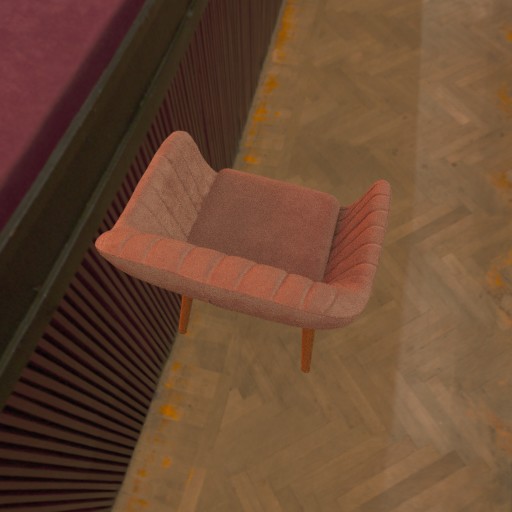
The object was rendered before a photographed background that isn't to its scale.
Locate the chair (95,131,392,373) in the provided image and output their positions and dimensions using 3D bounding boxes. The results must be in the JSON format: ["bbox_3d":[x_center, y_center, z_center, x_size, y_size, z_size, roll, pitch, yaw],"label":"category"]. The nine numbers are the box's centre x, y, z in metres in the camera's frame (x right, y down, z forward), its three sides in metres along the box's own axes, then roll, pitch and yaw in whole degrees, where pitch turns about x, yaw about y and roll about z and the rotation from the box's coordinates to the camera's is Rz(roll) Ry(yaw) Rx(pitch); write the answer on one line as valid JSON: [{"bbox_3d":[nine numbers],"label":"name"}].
[{"bbox_3d":[0.000,0.000,1.232,0.610,0.832,0.570,16,64,8],"label":"chair"}]
